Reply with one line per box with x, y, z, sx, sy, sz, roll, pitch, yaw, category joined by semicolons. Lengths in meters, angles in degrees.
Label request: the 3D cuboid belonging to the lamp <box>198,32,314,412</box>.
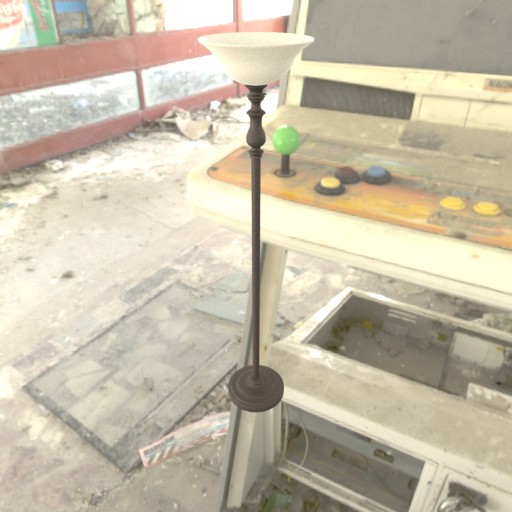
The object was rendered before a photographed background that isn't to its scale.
0.000;0.000;2.025;0.405;1.797;0.405;-20;37;-29;lamp
